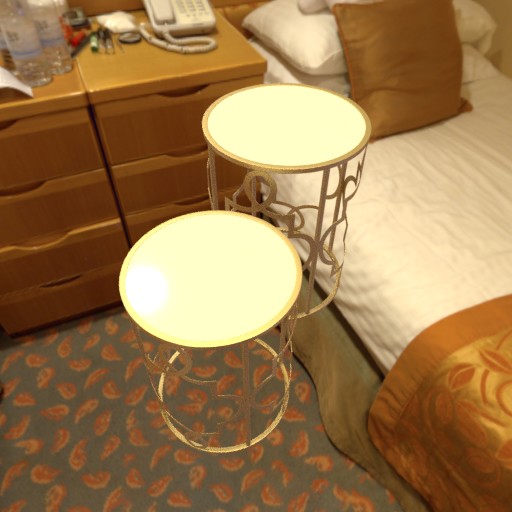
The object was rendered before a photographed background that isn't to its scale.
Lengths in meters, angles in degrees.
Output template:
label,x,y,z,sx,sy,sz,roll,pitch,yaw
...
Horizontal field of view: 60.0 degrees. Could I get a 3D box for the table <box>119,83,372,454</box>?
label,x,y,z,sx,sy,sz,roll,pitch,yaw
table,0.000,0.000,1.173,0.420,0.564,0.846,15,48,14
